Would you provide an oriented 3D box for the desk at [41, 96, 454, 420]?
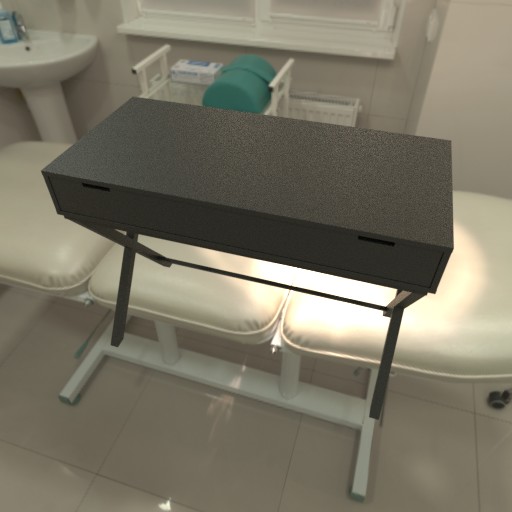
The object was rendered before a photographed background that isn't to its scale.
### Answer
[{"bbox_3d":[0.000,0.000,1.519,1.057,0.780,0.504,12,44,13],"label":"desk"}]
